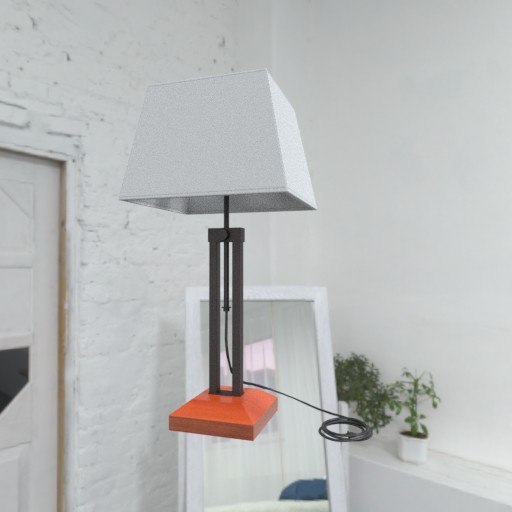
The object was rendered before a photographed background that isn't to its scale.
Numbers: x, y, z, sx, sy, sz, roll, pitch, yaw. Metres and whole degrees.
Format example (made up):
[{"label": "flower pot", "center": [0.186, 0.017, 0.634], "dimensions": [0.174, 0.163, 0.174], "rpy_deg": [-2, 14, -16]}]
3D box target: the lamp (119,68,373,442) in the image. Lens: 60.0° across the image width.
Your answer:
[{"label": "lamp", "center": [0.000, 0.000, 0.980], "dimensions": [0.498, 0.737, 0.310], "rpy_deg": [0, -1, 18]}]
